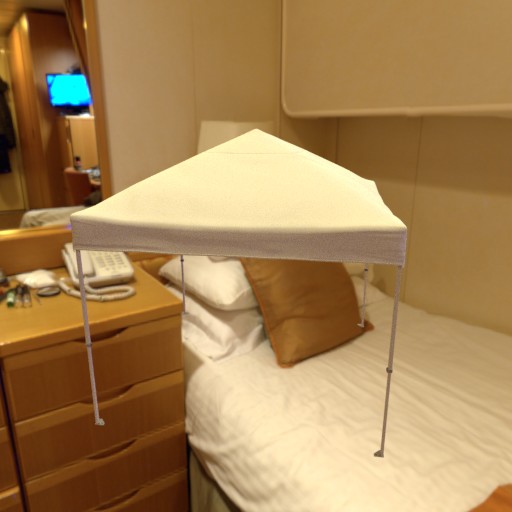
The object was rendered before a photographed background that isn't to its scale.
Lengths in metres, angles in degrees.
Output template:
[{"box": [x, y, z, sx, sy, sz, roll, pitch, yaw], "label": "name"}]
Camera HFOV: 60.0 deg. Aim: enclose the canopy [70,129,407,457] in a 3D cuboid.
[{"box": [0.000, 0.000, 5.431, 2.998, 2.997, 2.996, 3, 17, 9], "label": "canopy"}]
